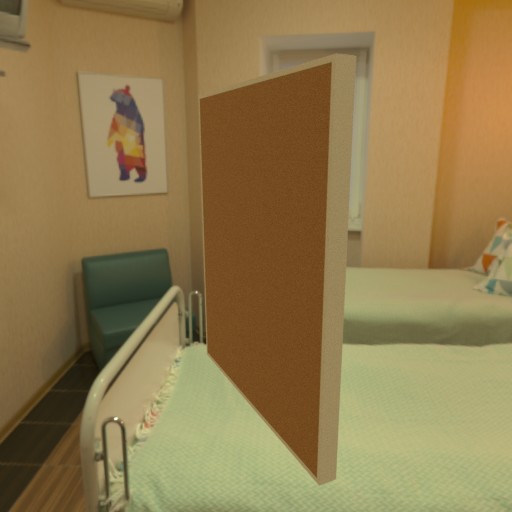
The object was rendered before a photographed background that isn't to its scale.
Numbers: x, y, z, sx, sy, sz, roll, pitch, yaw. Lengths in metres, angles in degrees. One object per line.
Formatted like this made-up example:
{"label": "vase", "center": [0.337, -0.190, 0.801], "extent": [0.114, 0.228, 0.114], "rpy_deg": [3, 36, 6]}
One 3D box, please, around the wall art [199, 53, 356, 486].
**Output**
{"label": "wall art", "center": [0.000, 0.000, 0.740], "extent": [0.030, 0.549, 0.443], "rpy_deg": [-7, 15, -26]}
